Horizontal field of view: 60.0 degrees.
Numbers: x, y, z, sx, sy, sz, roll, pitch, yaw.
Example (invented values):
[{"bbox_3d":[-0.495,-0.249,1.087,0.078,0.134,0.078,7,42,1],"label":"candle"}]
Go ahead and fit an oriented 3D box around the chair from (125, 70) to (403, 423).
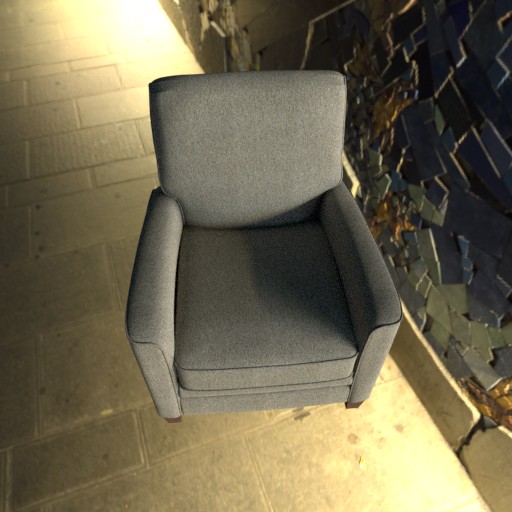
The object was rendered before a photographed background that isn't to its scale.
[{"bbox_3d":[0.000,0.000,1.609,0.841,1.028,0.858,-4,48,-3],"label":"chair"}]
